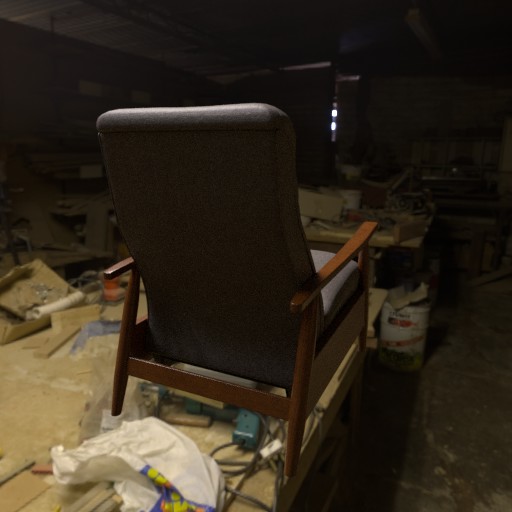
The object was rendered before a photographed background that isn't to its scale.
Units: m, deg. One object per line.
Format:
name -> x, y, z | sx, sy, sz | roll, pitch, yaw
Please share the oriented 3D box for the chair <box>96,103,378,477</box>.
chair -> 0.000, 0.000, 1.786 | 0.762, 1.081, 1.014 | 7, 16, 25
